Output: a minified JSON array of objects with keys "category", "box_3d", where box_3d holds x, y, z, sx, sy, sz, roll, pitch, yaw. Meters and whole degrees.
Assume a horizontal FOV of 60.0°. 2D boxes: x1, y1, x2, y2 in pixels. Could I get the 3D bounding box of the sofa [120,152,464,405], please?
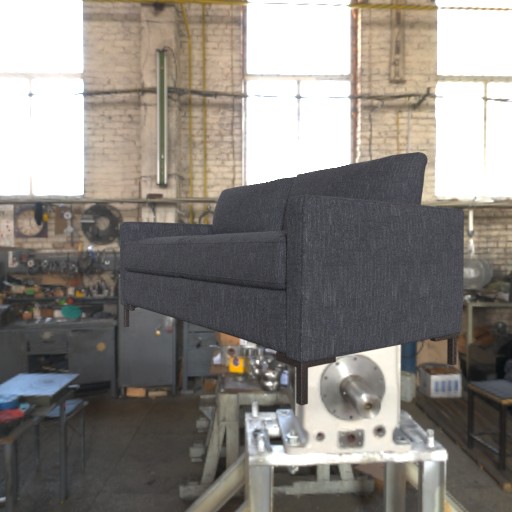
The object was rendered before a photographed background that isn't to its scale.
[{"category":"sofa","box_3d":[0.000,0.000,2.211,0.866,0.862,1.716,-1,1,-35]}]
